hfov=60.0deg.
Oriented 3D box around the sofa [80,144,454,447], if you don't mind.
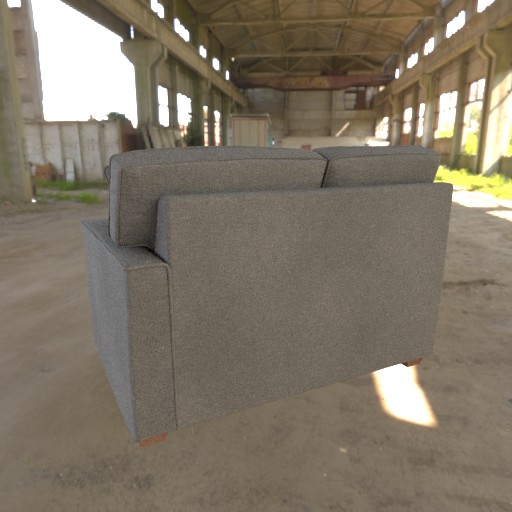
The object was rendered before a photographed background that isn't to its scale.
[{"bbox_3d":[0.000,0.000,2.029,1.388,0.989,0.991,-7,15,-26],"label":"sofa"}]
